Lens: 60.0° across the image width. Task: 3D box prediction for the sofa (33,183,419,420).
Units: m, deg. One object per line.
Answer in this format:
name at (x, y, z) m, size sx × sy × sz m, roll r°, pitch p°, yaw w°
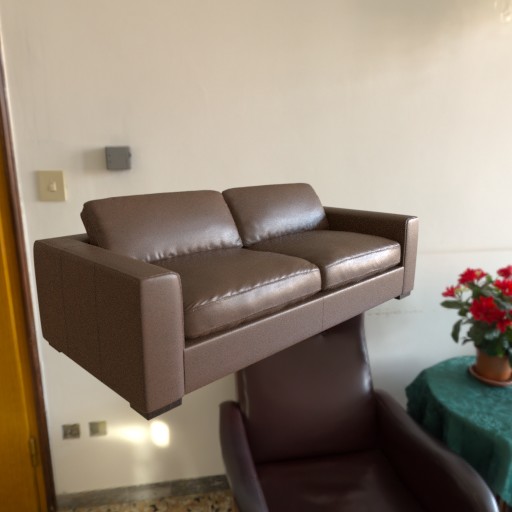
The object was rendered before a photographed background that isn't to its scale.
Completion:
sofa at (0.000, 0.000, 2.748) m, size 1.070 × 0.801 × 2.262 m, roll 13°, pitch 18°, yaw 43°
